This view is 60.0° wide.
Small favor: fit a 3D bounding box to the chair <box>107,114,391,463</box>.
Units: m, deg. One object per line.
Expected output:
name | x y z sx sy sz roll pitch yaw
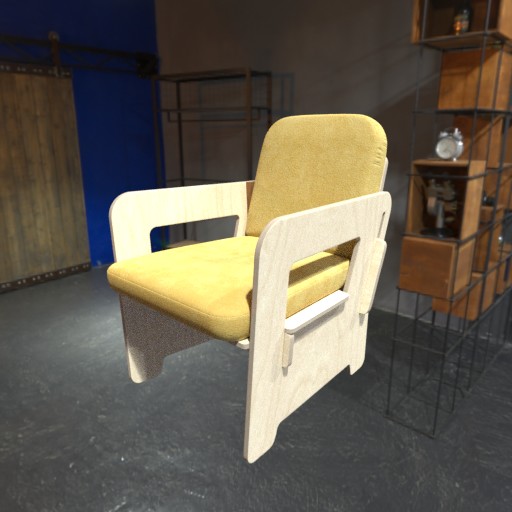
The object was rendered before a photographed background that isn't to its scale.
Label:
chair | 0.000 0.000 1.290 0.590 0.800 0.710 15 21 42
